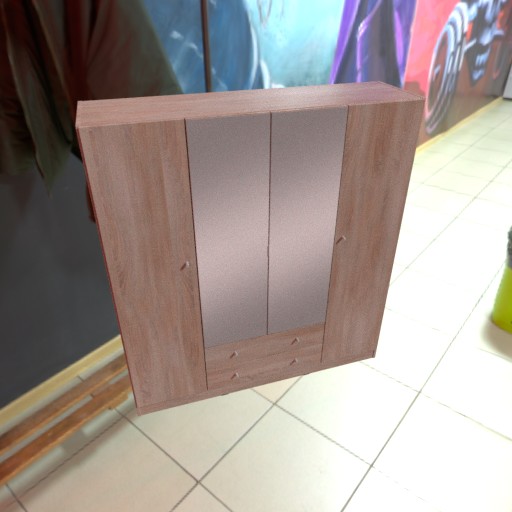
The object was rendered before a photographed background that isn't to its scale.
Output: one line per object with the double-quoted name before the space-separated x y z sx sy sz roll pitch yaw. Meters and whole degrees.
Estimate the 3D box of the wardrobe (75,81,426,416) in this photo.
"wardrobe" 0.000 0.000 3.181 1.998 2.159 0.598 -10 33 -15
